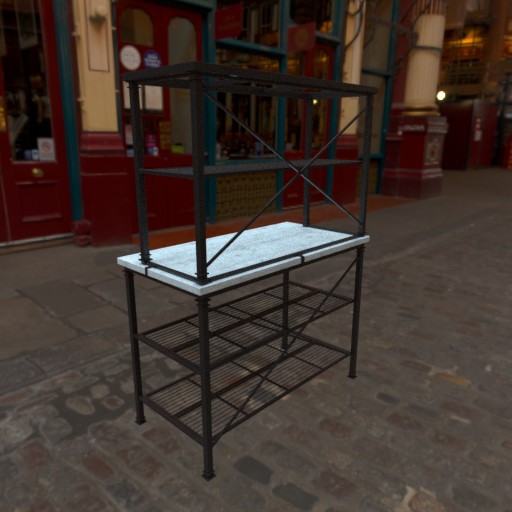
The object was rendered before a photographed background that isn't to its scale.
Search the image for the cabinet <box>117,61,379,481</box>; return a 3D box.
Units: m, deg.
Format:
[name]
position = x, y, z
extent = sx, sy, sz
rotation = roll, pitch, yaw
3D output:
[cabinet]
position = 0.000, 0.000, 2.265
extent = 0.610, 1.659, 1.210
rotation = 14, 21, 42
